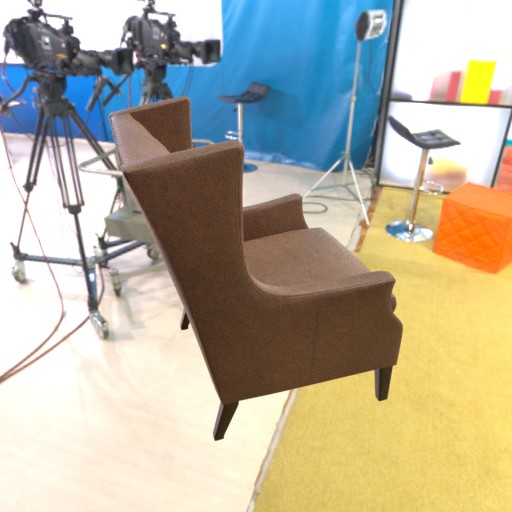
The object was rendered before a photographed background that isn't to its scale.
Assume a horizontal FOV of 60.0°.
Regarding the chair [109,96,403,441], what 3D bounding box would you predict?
[{"bbox_3d":[0.000,0.000,1.716,0.913,1.088,0.815,-9,31,-16],"label":"chair"}]
